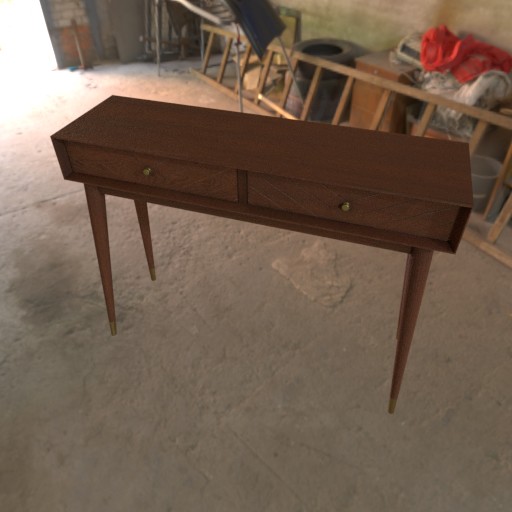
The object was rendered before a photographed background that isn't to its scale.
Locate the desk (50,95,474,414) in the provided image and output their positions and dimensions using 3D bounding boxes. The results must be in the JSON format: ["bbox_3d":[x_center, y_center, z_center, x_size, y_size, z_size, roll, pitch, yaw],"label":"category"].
[{"bbox_3d":[0.000,0.000,1.619,1.204,0.917,0.384,12,42,14],"label":"desk"}]
